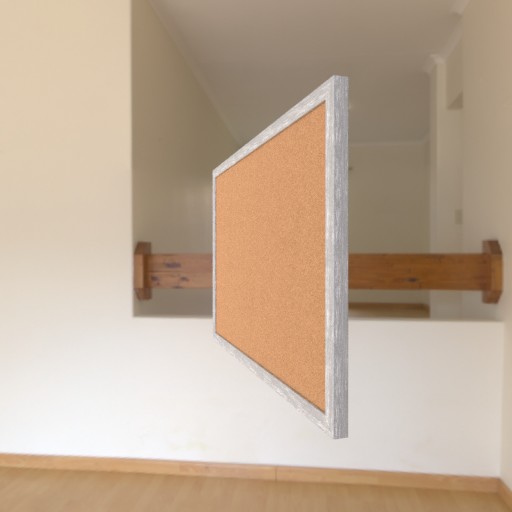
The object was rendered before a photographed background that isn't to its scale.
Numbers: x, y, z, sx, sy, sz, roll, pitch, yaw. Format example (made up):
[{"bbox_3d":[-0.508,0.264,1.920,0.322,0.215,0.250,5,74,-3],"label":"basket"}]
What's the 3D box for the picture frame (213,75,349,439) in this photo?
[{"bbox_3d":[0.000,0.000,1.234,0.029,0.640,0.950,0,0,-18],"label":"picture frame"}]
